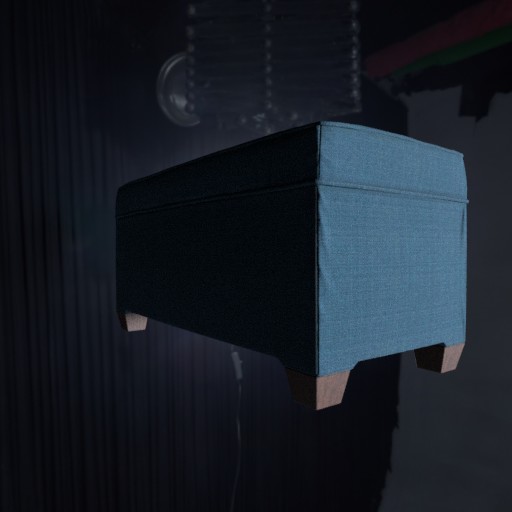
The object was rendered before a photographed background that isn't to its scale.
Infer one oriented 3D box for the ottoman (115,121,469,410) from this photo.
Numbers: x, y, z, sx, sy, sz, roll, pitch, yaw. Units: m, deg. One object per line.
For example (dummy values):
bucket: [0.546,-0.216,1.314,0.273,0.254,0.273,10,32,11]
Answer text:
ottoman: [0.000,0.000,1.177,0.474,0.474,0.943,-1,1,-36]
